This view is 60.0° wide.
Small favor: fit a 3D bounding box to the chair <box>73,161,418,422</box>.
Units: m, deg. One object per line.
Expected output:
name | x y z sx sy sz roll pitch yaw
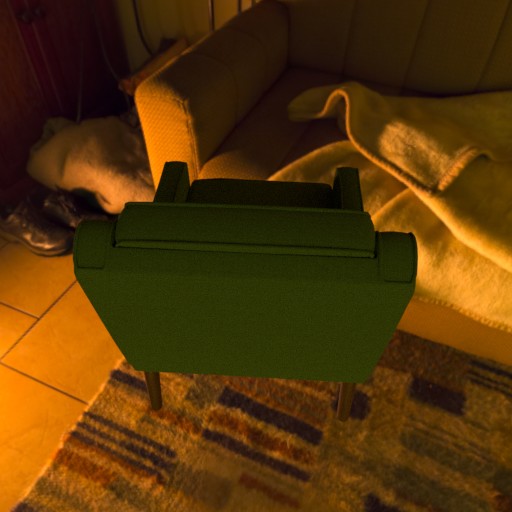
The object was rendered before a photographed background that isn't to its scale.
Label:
chair | 0.000 0.000 1.305 0.663 0.792 0.743 2 45 2
